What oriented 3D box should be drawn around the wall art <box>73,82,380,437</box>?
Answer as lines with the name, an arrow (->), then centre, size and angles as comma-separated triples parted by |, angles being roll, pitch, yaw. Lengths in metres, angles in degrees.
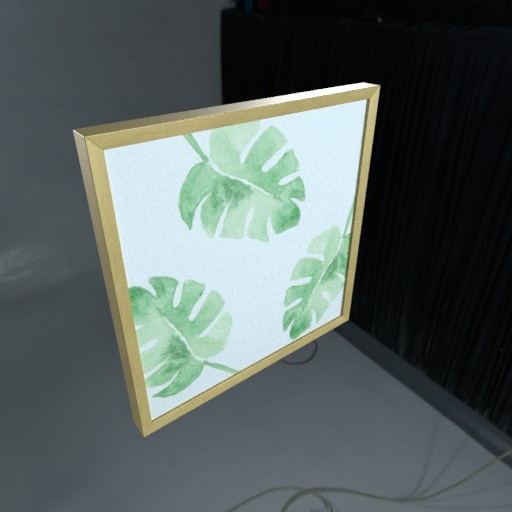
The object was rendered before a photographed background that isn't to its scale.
wall art -> 0.000, 0.000, 0.763 | 0.508, 0.508, 0.038 | -22, 37, -32
